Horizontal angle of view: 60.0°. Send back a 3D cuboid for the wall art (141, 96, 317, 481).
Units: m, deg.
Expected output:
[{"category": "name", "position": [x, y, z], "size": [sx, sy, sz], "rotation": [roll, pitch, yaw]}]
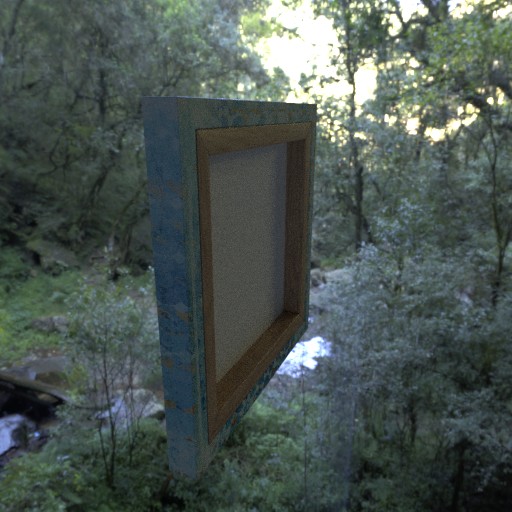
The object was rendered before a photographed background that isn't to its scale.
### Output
[{"category": "wall art", "position": [0.000, 0.000, 0.615], "size": [0.037, 0.405, 0.405], "rotation": [8, 20, 23]}]
